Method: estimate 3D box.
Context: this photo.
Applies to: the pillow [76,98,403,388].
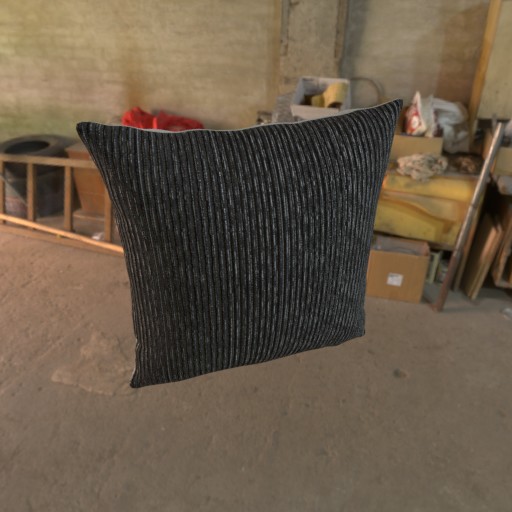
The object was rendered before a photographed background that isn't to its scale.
[{"bbox_3d":[0.000,0.000,0.671,0.433,0.434,0.196,-9,33,-15],"label":"pillow"}]
